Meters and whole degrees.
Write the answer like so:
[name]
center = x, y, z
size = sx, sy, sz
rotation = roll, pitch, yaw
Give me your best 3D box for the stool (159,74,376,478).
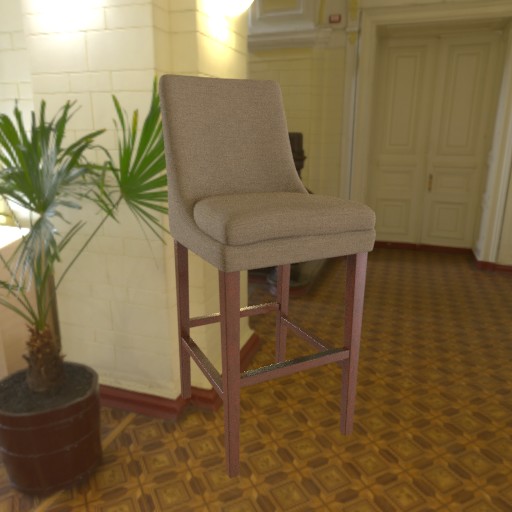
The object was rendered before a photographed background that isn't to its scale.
[stool]
center = 0.000, 0.000, 1.370
size = 0.470, 1.078, 0.577
rotation = -8, 17, -26
